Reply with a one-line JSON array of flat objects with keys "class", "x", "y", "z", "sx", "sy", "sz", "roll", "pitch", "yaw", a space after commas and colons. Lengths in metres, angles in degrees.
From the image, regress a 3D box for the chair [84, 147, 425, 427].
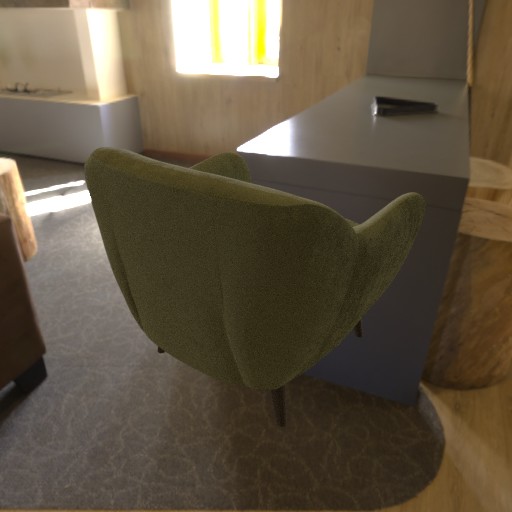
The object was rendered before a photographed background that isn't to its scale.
[{"class": "chair", "x": 0.000, "y": 0.000, "z": 1.490, "sx": 0.840, "sy": 0.804, "sz": 0.819, "roll": 20, "pitch": 35, "yaw": 32}]
